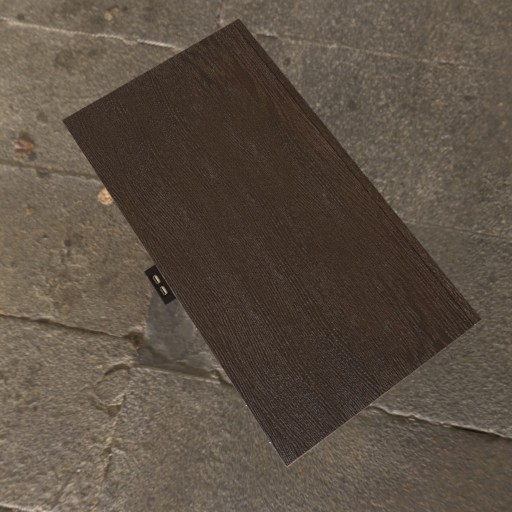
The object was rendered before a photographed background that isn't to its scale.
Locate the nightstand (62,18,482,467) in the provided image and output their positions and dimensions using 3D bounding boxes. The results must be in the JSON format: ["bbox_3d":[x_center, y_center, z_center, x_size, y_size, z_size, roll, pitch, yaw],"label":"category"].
[{"bbox_3d":[0.000,0.000,1.131,0.457,0.612,0.775,-34,78,-8],"label":"nightstand"}]
